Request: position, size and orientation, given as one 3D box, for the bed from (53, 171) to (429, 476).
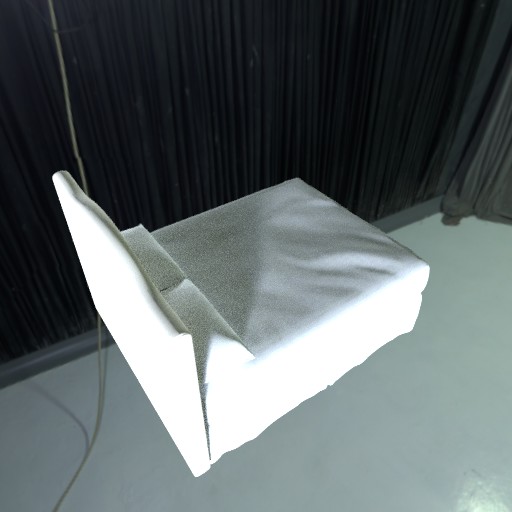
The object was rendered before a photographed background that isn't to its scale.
[{"bbox_3d":[0.000,0.000,3.292,2.143,1.460,1.753,-24,46,-26],"label":"bed"}]
